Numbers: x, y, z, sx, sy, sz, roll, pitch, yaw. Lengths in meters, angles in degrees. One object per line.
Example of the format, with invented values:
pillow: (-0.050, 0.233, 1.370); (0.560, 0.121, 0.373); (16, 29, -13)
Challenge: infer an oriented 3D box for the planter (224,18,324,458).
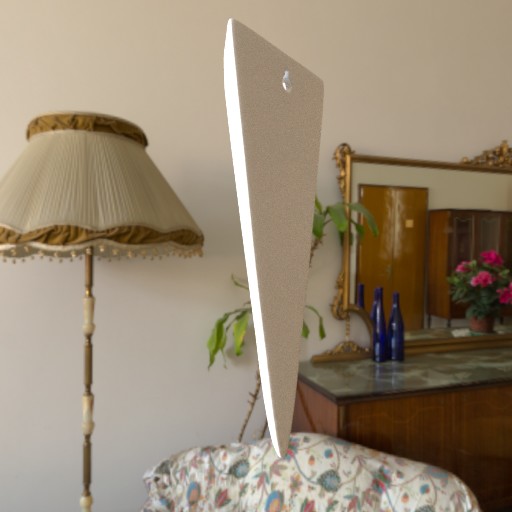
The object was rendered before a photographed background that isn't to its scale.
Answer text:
planter: (0.000, 0.000, 0.388); (0.065, 0.338, 0.143); (0, 0, 36)
